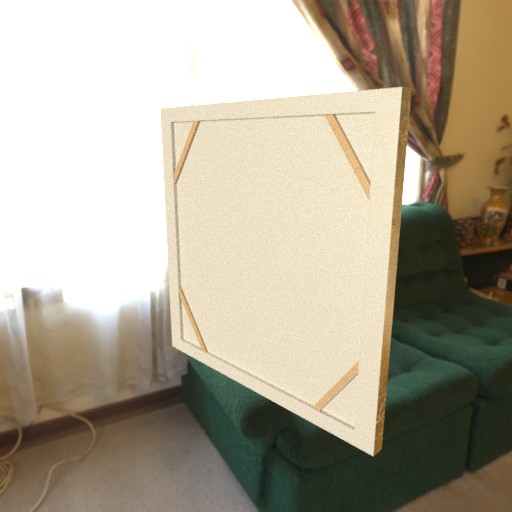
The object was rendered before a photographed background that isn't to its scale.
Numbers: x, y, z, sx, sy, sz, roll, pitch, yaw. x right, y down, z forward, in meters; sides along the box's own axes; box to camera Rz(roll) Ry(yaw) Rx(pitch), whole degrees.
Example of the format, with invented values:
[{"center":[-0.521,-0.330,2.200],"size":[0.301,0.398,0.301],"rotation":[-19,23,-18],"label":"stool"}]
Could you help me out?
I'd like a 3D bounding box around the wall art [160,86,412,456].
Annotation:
[{"center":[0.000,0.000,1.643],"size":[1.092,1.091,0.051],"rotation":[14,20,43],"label":"wall art"}]
